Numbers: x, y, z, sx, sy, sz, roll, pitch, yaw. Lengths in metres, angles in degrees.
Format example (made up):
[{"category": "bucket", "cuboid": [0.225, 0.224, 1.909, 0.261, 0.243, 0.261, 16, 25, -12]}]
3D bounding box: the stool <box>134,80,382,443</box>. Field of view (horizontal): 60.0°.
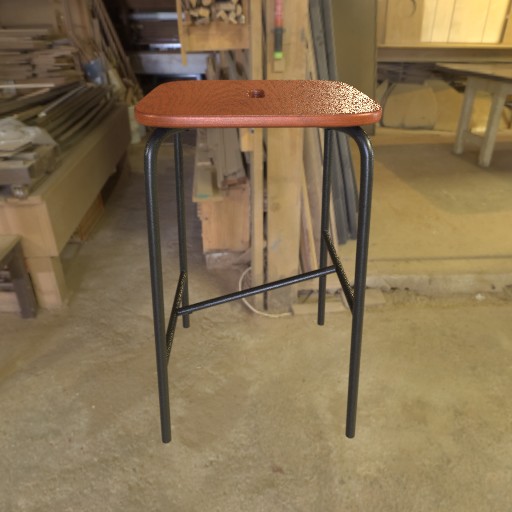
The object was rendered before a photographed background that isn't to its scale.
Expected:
[{"category": "stool", "cuboid": [0.000, 0.000, 0.876, 0.376, 0.610, 0.376, -1, 28, -2]}]
